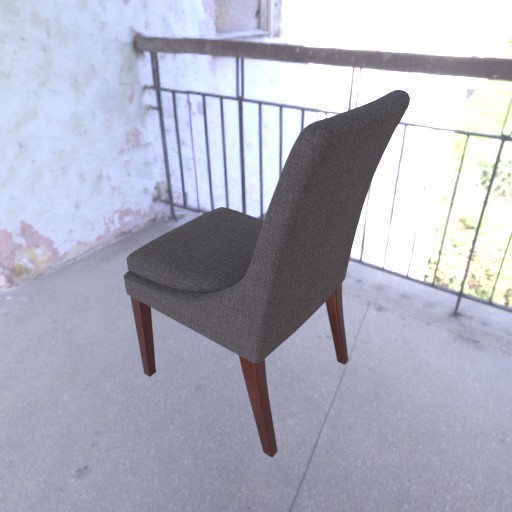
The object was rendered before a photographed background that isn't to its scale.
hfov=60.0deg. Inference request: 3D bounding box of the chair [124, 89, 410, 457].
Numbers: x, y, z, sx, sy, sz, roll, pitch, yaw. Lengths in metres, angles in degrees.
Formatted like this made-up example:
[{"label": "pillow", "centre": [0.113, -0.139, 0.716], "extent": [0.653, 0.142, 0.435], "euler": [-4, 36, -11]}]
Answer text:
[{"label": "chair", "centre": [0.000, 0.000, 1.326], "extent": [0.655, 0.952, 0.508], "euler": [21, 36, 31]}]
